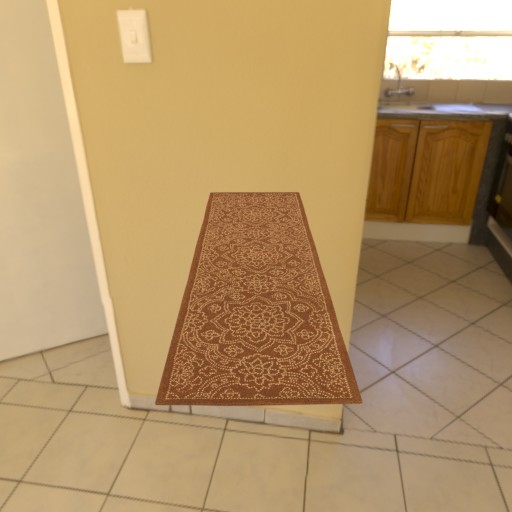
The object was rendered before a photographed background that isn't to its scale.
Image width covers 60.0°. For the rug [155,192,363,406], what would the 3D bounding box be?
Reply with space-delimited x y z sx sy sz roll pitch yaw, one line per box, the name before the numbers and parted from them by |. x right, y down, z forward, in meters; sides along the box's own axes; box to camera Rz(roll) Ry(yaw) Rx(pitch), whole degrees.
rug | 0.000 0.000 2.718 0.769 0.012 2.448 0 26 0
